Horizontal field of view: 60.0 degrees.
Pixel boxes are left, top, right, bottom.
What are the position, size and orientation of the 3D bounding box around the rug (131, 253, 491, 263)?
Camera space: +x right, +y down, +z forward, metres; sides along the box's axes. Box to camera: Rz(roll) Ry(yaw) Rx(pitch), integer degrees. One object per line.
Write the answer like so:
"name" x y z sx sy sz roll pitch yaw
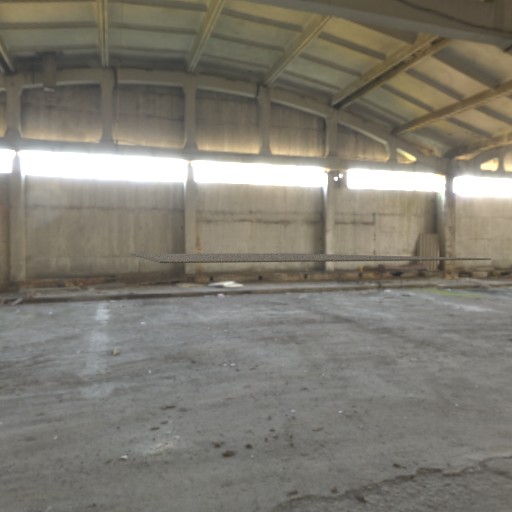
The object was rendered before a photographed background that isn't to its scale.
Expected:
"rug" 0.000 0.000 2.977 1.523 0.008 2.438 0 1 -18
